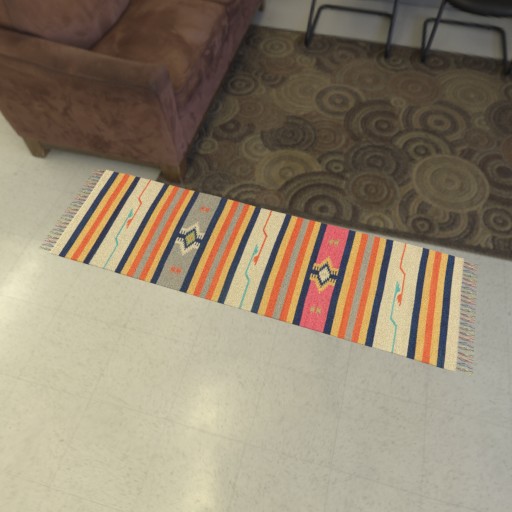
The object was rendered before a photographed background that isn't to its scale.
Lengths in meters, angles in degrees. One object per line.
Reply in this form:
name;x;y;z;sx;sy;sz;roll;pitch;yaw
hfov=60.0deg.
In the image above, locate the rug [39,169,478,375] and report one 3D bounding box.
rug;0.000;0.000;2.557;2.455;0.017;0.695;15;58;10
